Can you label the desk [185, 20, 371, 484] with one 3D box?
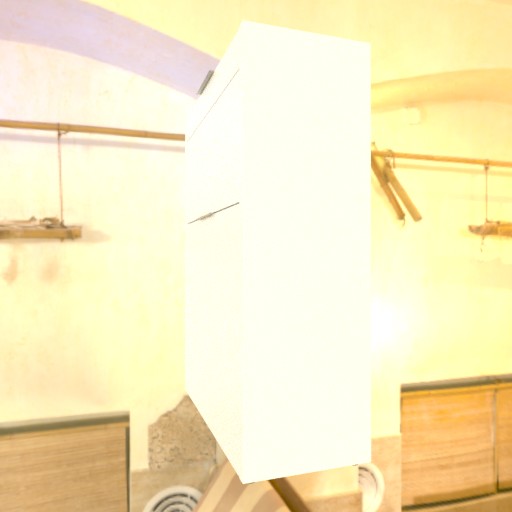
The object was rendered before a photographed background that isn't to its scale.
[{"bbox_3d":[0.000,0.000,1.580,0.390,1.190,0.850,0,0,-19],"label":"desk"}]
